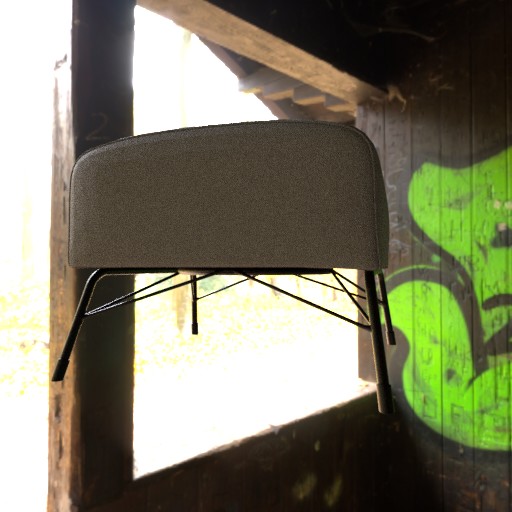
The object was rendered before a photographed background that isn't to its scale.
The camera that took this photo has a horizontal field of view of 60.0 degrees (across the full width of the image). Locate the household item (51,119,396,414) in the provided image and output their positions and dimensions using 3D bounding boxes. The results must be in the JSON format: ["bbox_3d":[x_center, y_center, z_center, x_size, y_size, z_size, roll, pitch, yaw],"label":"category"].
[{"bbox_3d":[0.000,0.000,0.887,0.530,0.410,0.530,0,-1,18],"label":"household item"}]
